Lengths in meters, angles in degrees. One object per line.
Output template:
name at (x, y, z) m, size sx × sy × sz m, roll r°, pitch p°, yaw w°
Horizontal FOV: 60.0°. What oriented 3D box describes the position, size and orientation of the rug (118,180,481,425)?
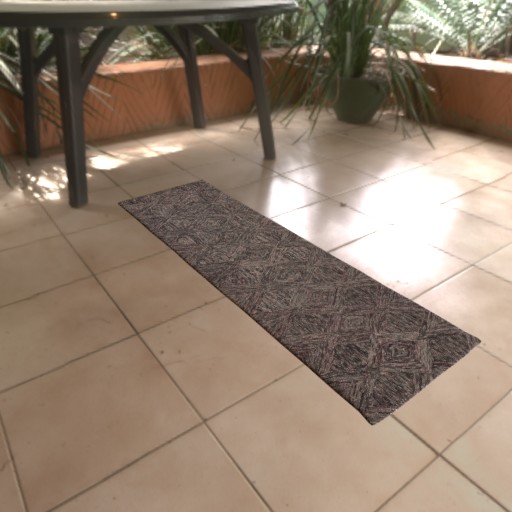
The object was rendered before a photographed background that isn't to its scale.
rug at (0.000, 0.000, 2.509) m, size 0.719 × 0.013 × 2.305 m, roll -22°, pitch 38°, yaw -31°
